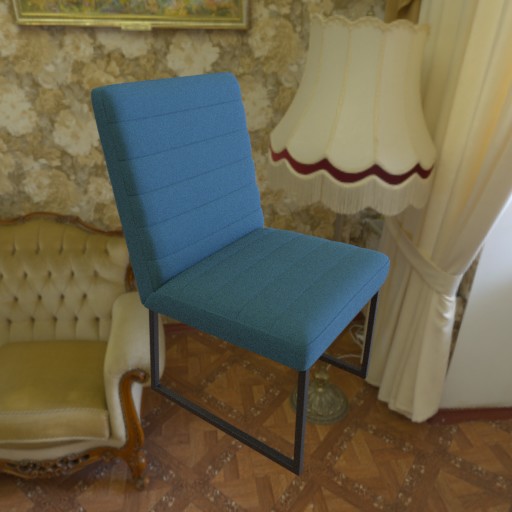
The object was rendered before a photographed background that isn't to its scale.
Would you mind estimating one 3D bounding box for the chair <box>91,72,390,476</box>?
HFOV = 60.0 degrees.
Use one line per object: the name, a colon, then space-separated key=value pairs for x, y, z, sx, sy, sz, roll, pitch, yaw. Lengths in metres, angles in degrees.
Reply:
chair: x=0.000 y=0.000 z=1.272 sx=0.634 sy=0.930 sz=0.520 roll=18 pitch=32 yaw=31
